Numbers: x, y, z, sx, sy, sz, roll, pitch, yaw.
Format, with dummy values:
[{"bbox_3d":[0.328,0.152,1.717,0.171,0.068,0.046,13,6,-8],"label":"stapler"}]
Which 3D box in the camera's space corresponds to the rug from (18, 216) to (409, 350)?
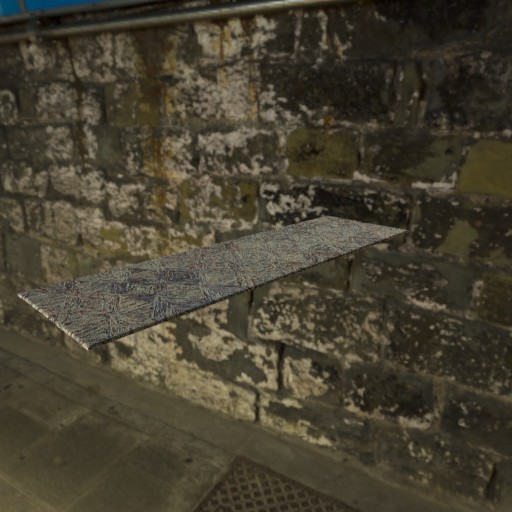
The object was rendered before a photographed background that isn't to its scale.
[{"bbox_3d":[0.000,0.000,2.495,0.688,0.015,2.292,17,24,42],"label":"rug"}]
